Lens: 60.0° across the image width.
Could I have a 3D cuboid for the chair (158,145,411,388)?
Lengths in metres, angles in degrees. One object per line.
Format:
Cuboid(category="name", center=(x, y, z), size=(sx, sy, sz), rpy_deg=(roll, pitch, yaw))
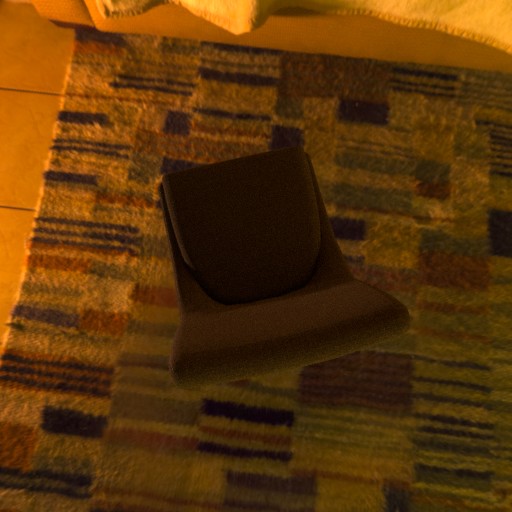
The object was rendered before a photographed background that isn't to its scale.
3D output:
Cuboid(category="chair", center=(0.000, 0.000, 1.313), size=(0.508, 0.952, 0.655), rpy_deg=(-13, 77, -3))
